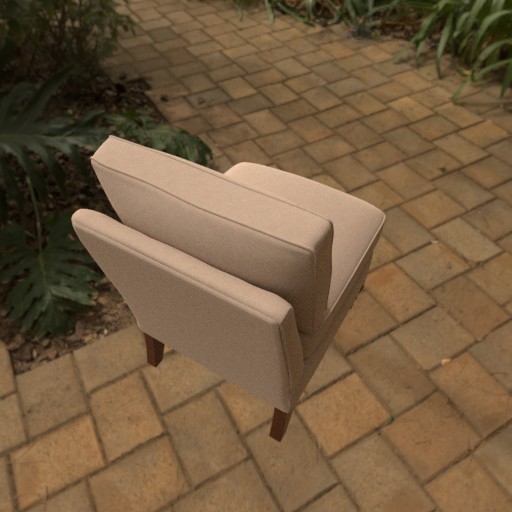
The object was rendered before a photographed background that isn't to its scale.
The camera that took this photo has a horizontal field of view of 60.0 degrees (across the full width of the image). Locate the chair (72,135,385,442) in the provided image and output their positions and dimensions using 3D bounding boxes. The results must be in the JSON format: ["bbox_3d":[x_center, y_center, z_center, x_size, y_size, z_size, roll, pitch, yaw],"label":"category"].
[{"bbox_3d":[0.000,0.000,1.654,0.724,1.052,0.912,24,51,21],"label":"chair"}]
